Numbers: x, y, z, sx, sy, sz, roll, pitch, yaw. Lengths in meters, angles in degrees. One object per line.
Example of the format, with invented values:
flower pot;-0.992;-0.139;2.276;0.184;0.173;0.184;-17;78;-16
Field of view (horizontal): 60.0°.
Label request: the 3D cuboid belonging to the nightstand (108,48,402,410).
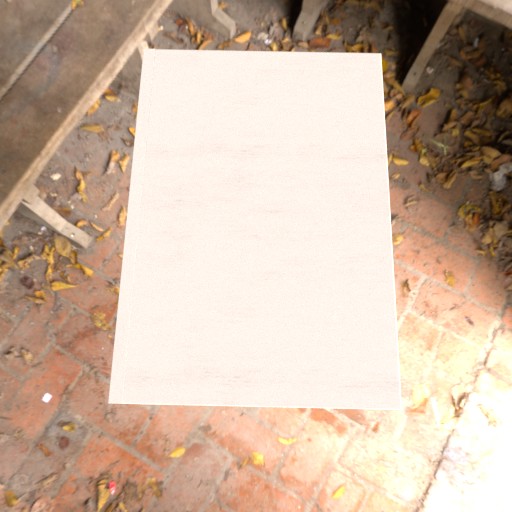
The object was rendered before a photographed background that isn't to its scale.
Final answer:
nightstand;0.000;0.000;1.020;0.447;0.604;0.614;1;75;0
